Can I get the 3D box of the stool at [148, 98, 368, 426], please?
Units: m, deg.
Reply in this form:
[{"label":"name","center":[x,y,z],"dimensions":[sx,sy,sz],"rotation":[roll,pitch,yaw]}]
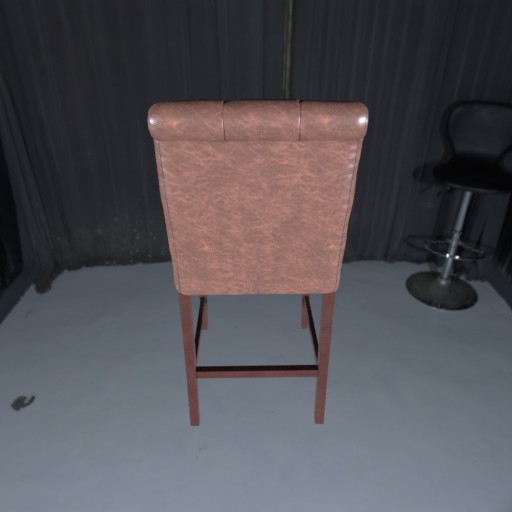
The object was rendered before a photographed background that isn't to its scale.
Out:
[{"label":"stool","center":[0.000,0.000,1.441],"dimensions":[0.486,1.084,0.660],"rotation":[-1,30,-1]}]
